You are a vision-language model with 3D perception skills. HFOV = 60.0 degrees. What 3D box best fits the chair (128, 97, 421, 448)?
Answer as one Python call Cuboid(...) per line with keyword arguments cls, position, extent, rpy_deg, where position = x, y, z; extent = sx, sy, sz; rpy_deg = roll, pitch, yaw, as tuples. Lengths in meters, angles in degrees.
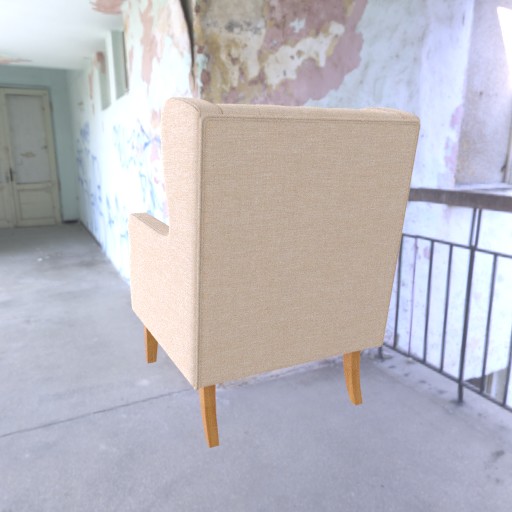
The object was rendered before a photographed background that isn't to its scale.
Cuboid(cls="chair", position=(0.000, 0.000, 1.472), extent=(0.710, 0.930, 0.760), rpy_deg=(-6, 15, -24))
